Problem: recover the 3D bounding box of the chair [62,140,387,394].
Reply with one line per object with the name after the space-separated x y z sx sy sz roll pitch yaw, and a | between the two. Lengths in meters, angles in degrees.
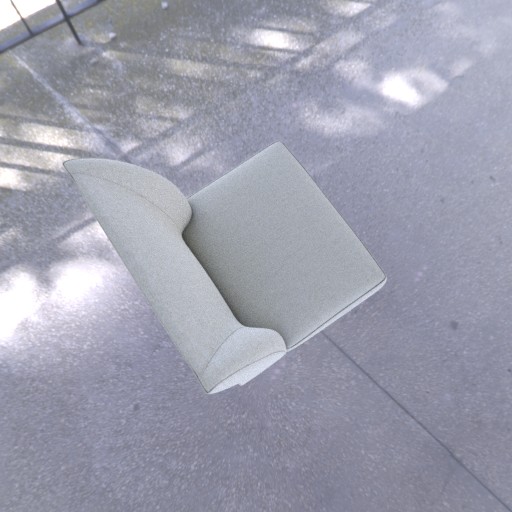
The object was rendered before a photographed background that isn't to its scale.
0.000 0.000 1.164 0.522 0.863 0.508 -34 77 -8 | chair
